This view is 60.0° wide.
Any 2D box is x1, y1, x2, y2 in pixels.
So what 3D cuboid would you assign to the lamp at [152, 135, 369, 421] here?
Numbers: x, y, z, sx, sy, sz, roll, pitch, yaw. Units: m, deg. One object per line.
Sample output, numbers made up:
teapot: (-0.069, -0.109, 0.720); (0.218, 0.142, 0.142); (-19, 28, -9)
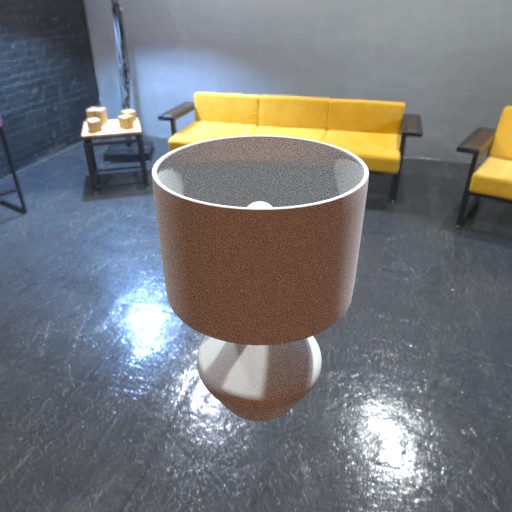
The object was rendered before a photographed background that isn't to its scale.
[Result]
lamp: (0.000, 0.000, 0.860); (0.401, 0.457, 0.546); (10, 32, 16)
